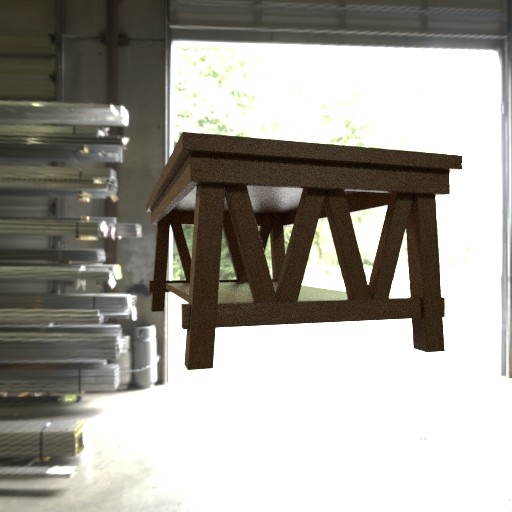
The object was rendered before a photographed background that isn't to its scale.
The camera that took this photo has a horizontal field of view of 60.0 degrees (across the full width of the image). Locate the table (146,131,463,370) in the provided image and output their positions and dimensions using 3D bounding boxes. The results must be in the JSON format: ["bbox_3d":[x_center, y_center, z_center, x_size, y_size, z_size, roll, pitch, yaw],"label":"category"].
[{"bbox_3d":[0.000,0.000,1.629,0.711,0.507,1.270,0,0,-17],"label":"table"}]
